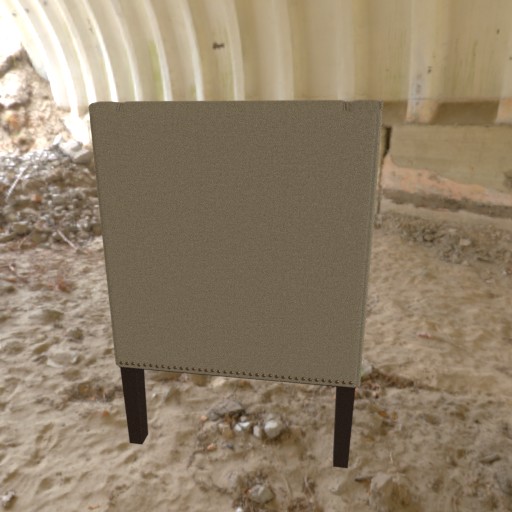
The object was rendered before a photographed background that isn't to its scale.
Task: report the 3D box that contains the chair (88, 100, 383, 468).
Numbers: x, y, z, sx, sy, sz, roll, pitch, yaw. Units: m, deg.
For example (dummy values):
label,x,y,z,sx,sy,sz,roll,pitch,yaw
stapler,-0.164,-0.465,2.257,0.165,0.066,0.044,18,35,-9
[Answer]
label,x,y,z,sx,sy,sz,roll,pitch,yaw
chair,0.000,0.000,1.338,0.610,0.864,0.737,3,18,9
